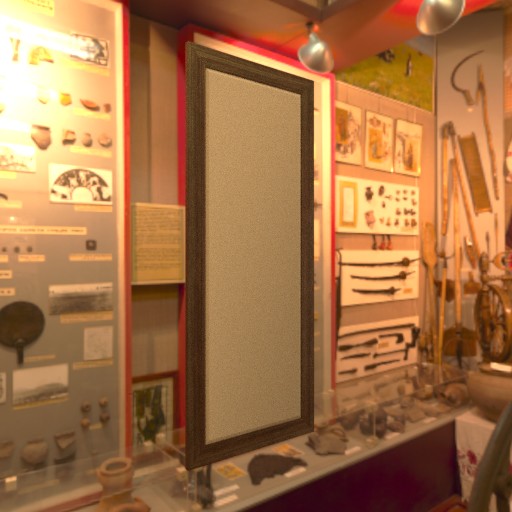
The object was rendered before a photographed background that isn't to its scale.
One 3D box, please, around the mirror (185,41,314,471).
[{"bbox_3d":[0.000,0.000,2.343,0.812,2.032,0.025,0,0,-36],"label":"mirror"}]
